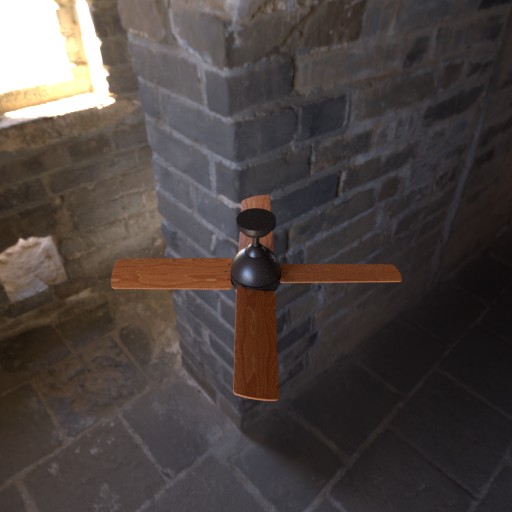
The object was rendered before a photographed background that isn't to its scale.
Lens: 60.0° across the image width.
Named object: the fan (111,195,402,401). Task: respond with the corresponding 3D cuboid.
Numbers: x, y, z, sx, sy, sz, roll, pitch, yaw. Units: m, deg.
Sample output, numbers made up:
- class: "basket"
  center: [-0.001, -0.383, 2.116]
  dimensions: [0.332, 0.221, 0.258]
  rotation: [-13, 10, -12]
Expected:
- class: "fan"
  center: [0.000, 0.000, 1.997]
  dimensions: [1.332, 0.403, 1.332]
  rotation: [0, 39, 0]
